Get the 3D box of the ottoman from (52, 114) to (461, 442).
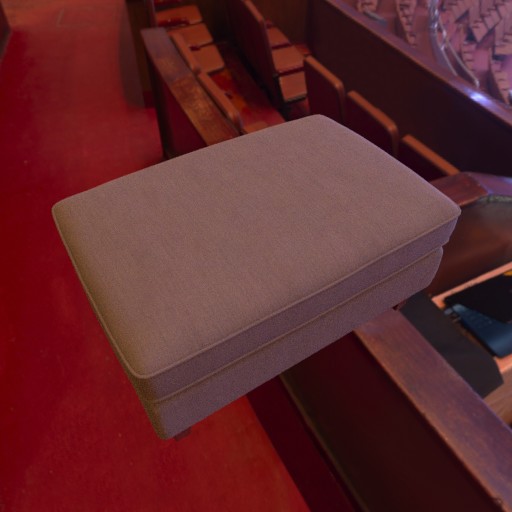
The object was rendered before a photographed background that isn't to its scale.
[{"bbox_3d":[0.000,0.000,1.306,0.941,0.480,0.636,-25,51,-22],"label":"ottoman"}]
